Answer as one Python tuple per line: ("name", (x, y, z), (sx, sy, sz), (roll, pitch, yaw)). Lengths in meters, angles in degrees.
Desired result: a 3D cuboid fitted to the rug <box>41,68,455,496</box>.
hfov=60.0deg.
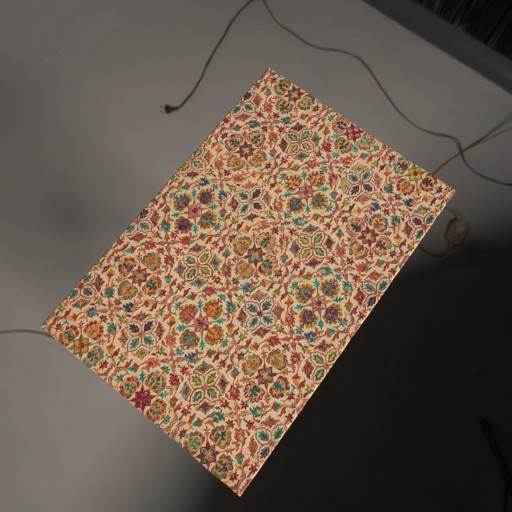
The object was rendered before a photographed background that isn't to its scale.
("rug", (0.000, 0.000, 2.800), (1.541, 0.018, 2.297), (37, 79, 9))
